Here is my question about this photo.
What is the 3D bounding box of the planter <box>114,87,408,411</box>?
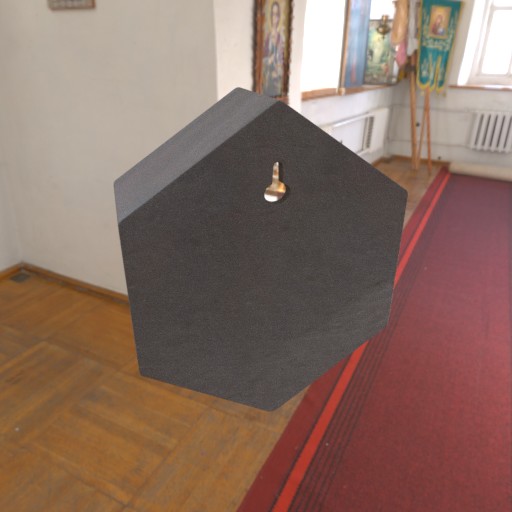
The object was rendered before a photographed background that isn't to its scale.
[{"bbox_3d":[0.000,0.000,0.297,0.169,0.206,0.077,-8,27,-16],"label":"planter"}]
